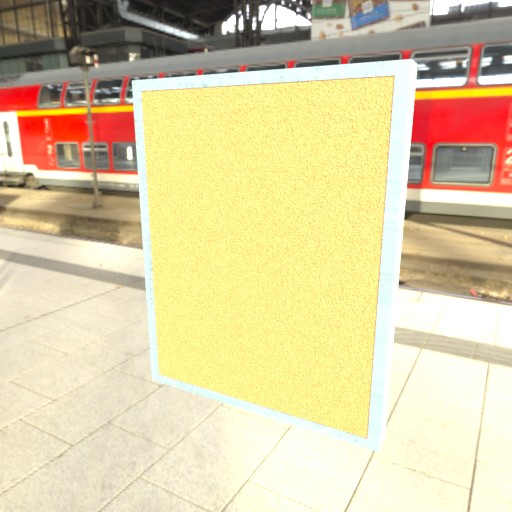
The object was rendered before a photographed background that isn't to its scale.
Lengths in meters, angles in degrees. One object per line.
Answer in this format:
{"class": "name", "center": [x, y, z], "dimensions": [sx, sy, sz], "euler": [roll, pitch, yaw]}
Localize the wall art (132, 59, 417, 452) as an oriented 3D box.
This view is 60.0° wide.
{"class": "wall art", "center": [0.000, 0.000, 0.662], "dimensions": [0.409, 0.509, 0.037], "euler": [8, 17, 27]}
